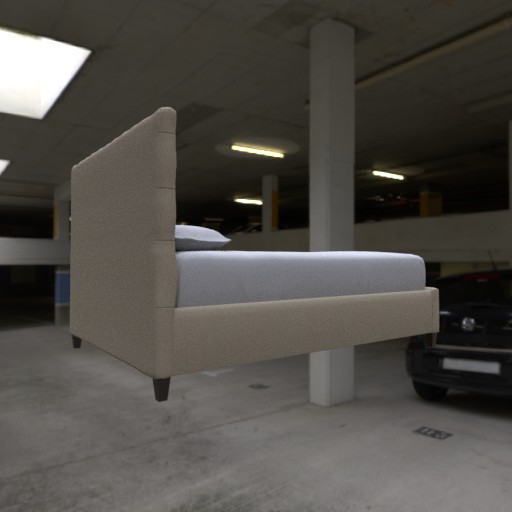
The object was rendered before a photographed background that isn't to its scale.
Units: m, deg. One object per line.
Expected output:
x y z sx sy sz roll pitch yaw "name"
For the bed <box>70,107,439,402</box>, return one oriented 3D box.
0.000 0.000 3.479 2.387 1.427 1.698 0 -1 -36 "bed"
